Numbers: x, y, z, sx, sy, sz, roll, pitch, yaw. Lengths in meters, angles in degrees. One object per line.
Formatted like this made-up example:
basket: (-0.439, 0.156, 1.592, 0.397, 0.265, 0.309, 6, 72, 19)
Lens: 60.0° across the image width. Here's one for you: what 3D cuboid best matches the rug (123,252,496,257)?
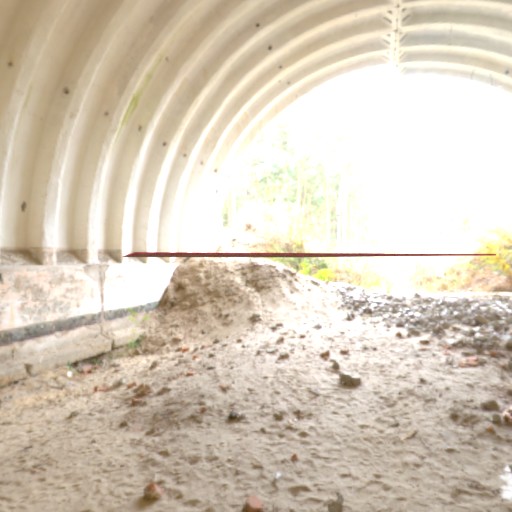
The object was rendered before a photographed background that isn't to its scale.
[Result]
rug: (0.000, 0.000, 4.234, 2.389, 0.011, 3.306, 0, 0, -18)
